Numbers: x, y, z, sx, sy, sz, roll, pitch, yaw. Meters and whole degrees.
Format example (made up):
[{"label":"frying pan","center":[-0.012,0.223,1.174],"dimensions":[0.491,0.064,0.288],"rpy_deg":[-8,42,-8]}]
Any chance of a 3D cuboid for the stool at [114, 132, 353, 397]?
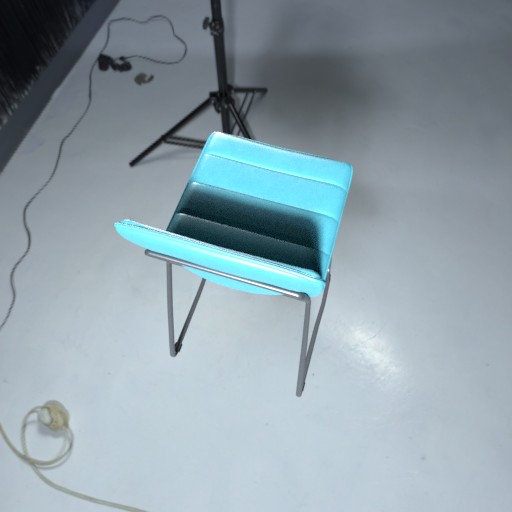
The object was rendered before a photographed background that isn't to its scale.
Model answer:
[{"label":"stool","center":[0.000,0.000,1.268],"dimensions":[0.489,0.936,0.524],"rpy_deg":[15,64,8]}]
